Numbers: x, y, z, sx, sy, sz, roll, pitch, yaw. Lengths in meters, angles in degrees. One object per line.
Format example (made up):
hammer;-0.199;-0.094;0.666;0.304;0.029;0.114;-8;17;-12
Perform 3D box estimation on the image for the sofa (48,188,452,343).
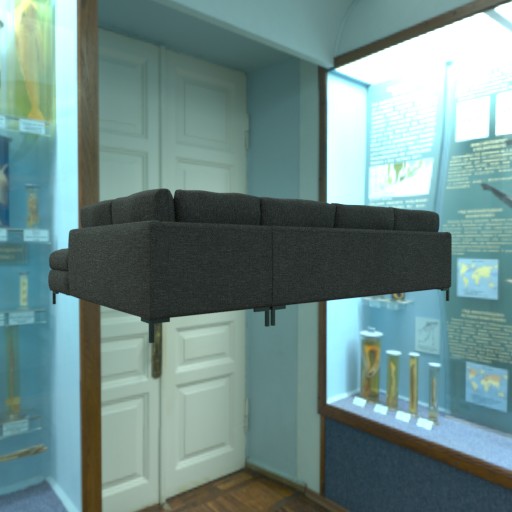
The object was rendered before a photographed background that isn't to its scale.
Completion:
sofa;0.000;0.000;3.870;2.949;0.815;2.007;-1;1;-38
